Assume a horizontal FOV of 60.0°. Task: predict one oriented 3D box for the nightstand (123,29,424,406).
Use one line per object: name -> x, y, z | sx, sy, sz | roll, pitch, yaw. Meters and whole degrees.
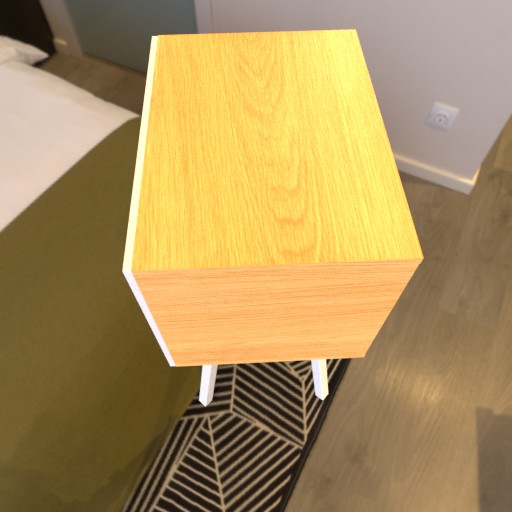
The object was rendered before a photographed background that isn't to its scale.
nightstand -> 0.000, 0.000, 0.801 | 0.316, 0.601, 0.400 | -2, 58, -2
